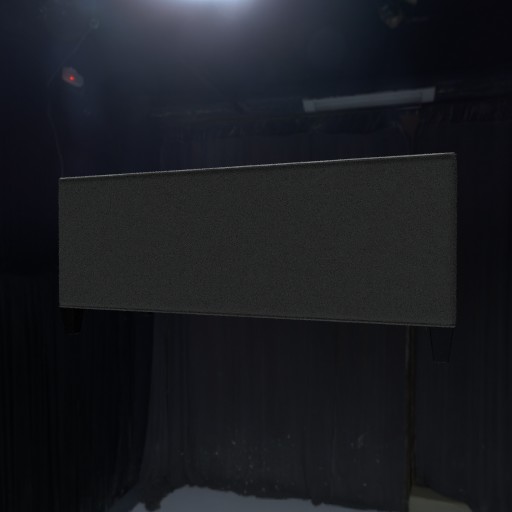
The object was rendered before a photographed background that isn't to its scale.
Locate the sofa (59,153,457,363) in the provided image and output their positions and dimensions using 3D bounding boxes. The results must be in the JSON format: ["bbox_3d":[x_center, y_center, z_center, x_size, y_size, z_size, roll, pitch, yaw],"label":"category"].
[{"bbox_3d":[0.000,0.000,2.228,1.778,0.762,0.775,0,1,19],"label":"sofa"}]
